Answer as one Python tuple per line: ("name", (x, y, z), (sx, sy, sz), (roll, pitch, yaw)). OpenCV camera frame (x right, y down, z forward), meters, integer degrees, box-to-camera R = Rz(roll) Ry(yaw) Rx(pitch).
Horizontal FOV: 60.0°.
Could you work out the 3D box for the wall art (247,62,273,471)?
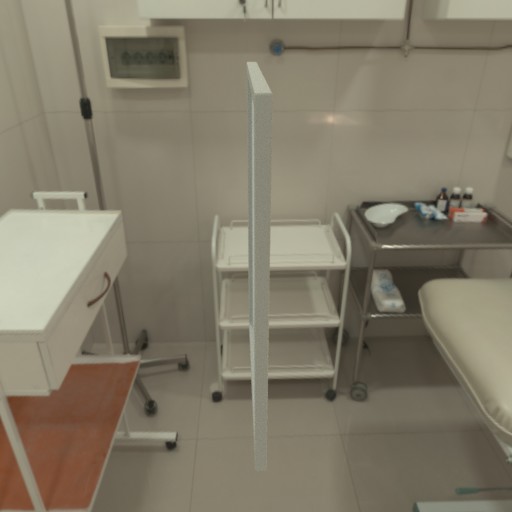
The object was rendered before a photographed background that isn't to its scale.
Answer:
("wall art", (0.000, 0.000, 1.543), (0.038, 1.183, 0.808), (-1, 28, -2))
